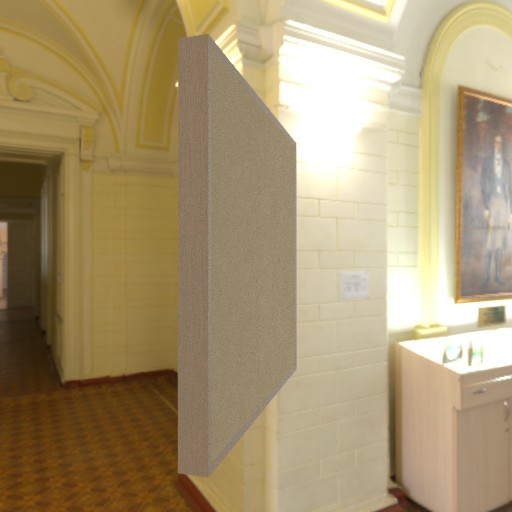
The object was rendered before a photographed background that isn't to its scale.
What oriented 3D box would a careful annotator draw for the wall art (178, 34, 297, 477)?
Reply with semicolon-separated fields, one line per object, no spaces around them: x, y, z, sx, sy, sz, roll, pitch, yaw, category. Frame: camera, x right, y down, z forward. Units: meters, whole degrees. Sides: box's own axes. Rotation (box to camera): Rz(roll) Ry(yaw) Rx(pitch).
0.000;0.000;0.754;0.038;0.506;0.508;0;0;17;wall art
